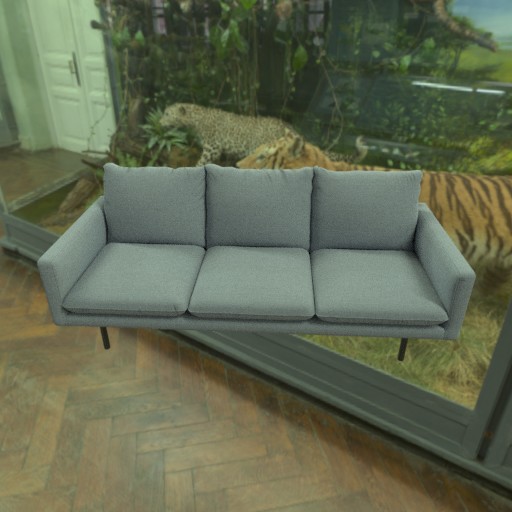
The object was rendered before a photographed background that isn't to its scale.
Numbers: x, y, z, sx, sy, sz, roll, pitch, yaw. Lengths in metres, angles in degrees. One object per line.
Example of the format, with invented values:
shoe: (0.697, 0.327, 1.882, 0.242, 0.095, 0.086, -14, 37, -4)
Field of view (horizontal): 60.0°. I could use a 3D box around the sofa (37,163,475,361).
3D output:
sofa: (0.000, 0.000, 2.418, 2.000, 0.830, 0.850, 2, 29, 3)
